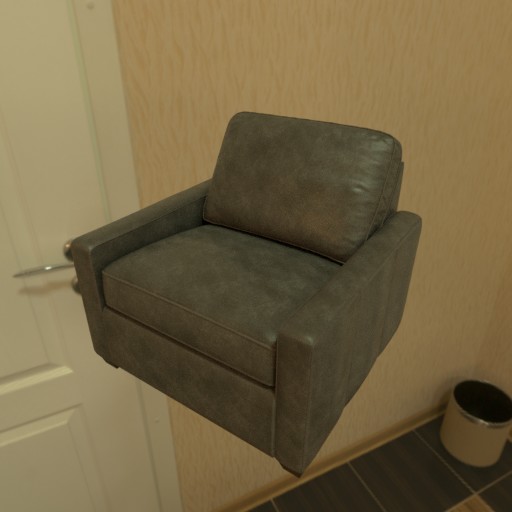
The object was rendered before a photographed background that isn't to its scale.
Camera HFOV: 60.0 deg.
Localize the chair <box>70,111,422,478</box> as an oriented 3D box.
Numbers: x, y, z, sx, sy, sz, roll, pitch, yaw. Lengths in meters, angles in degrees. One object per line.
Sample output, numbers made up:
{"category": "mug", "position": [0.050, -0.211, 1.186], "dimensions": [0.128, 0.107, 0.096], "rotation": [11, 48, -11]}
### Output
{"category": "chair", "position": [0.000, 0.000, 1.719], "dimensions": [1.006, 0.916, 0.939], "rotation": [19, 34, 29]}
